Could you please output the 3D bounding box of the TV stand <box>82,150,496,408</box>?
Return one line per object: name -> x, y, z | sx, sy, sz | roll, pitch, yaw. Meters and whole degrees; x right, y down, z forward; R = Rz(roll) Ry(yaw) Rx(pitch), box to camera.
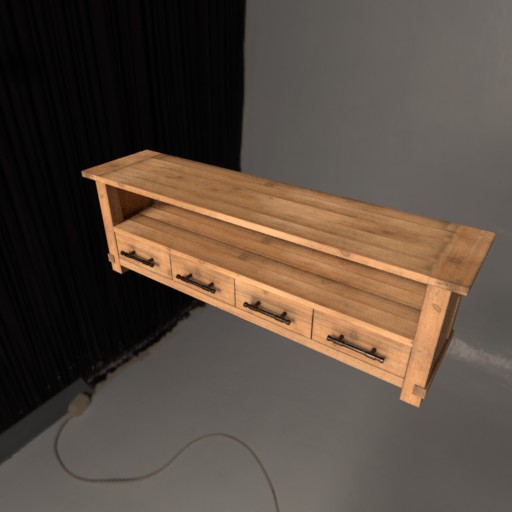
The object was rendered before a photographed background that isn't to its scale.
TV stand -> 0.000, 0.000, 2.030 | 1.804, 0.573, 0.453 | 19, 35, 29
